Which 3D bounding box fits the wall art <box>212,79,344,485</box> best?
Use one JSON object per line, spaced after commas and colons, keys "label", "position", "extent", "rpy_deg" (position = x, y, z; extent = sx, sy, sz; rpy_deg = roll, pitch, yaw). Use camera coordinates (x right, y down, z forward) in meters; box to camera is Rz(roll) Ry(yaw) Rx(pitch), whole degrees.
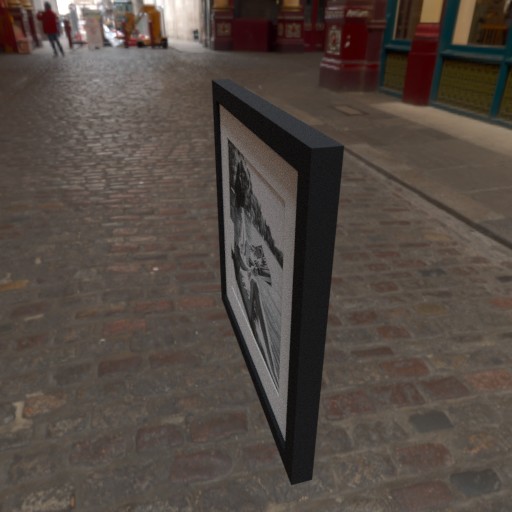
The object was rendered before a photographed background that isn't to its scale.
{"label": "wall art", "position": [0.000, 0.000, 0.687], "extent": [0.030, 0.458, 0.462], "rpy_deg": [-8, 30, -14]}
